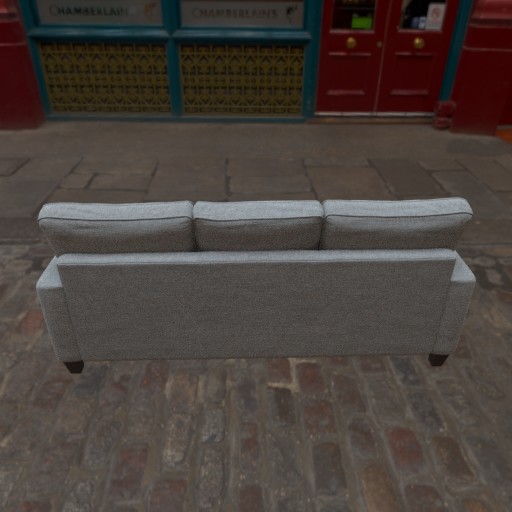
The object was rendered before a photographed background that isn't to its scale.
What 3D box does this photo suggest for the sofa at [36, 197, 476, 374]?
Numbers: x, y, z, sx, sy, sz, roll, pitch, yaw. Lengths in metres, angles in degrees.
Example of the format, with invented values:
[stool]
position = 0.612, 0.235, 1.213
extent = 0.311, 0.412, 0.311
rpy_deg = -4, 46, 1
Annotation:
[sofa]
position = 0.000, 0.000, 2.578
extent = 2.158, 0.965, 0.951
rpy_deg = -1, 30, -1
